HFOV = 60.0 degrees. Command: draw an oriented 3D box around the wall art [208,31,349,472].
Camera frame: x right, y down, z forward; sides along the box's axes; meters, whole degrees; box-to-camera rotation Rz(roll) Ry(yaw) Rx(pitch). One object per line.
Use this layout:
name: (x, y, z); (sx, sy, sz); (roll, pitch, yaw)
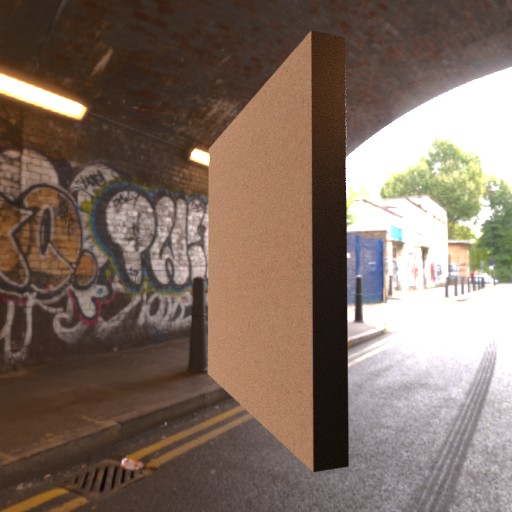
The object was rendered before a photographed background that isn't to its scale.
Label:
wall art: (0.000, 0.000, 0.478); (0.029, 0.318, 0.327); (1, -2, -19)
